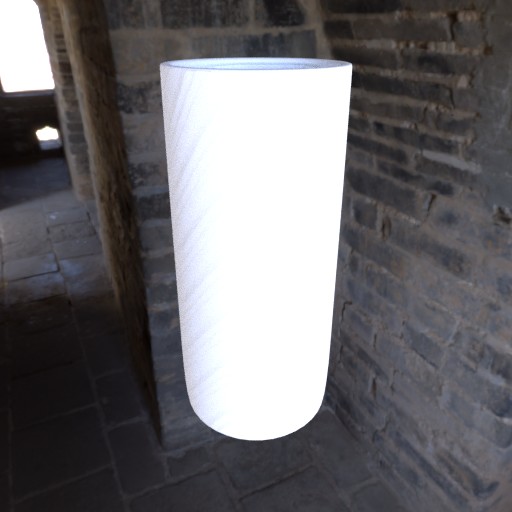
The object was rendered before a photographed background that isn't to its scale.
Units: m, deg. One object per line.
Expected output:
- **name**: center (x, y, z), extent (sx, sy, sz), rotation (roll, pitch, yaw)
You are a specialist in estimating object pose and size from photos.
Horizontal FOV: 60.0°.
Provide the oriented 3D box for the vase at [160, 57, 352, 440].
- **vase**: center (0.000, 0.000, 0.393), extent (0.143, 0.316, 0.143), rotation (0, 27, 0)
